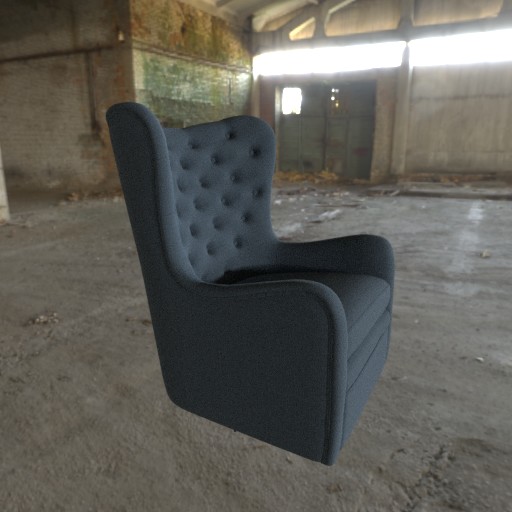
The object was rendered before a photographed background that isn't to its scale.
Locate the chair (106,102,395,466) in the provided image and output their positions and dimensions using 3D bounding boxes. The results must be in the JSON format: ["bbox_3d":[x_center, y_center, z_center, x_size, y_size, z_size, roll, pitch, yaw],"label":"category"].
[{"bbox_3d":[0.000,0.000,1.695,0.930,1.079,0.831,7,16,27],"label":"chair"}]
